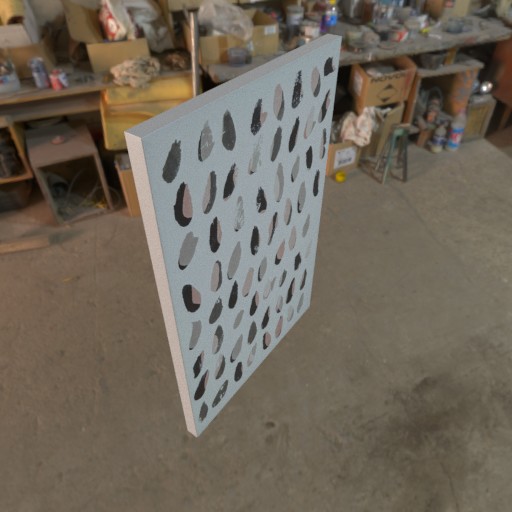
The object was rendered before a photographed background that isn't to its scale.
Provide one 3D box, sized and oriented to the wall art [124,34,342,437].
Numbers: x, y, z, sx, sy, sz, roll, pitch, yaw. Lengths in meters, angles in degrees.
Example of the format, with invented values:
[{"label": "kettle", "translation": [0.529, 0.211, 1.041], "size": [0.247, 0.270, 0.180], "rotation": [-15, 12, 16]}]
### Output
[{"label": "wall art", "translation": [0.000, 0.000, 1.134], "size": [0.037, 0.916, 0.610], "rotation": [26, 48, 26]}]
